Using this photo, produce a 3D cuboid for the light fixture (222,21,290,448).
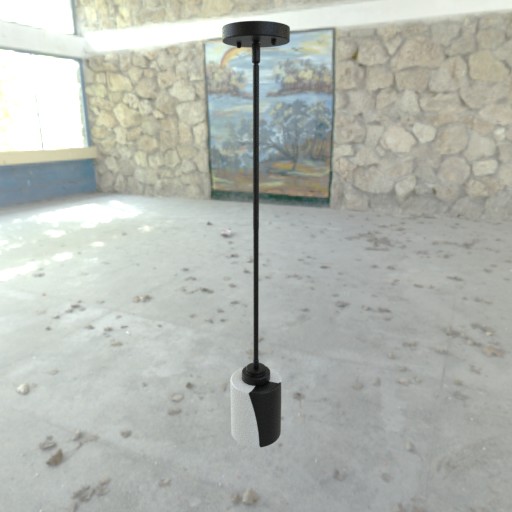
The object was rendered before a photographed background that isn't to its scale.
[{"bbox_3d":[0.000,0.000,0.928,0.123,0.863,0.123,8,18,26],"label":"light fixture"}]
